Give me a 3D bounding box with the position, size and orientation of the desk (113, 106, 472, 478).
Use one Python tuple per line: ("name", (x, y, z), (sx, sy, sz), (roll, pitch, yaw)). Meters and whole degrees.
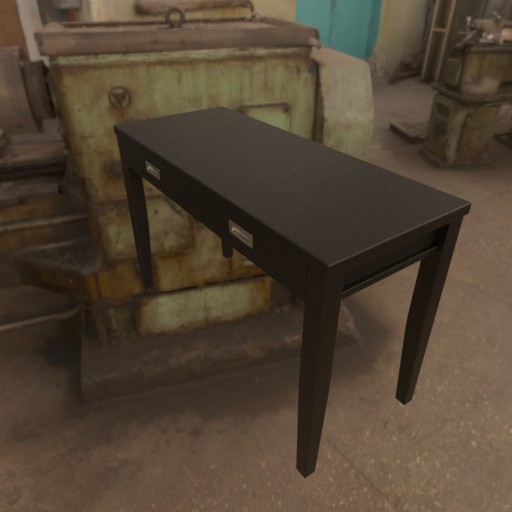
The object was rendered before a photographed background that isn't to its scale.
("desk", (0.000, 0.000, 1.650), (0.508, 0.775, 1.220), (-21, 38, -29))
